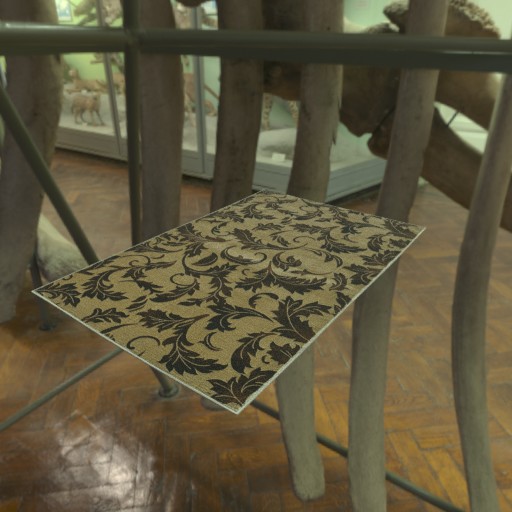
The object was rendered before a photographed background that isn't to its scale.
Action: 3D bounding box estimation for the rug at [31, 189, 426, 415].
[{"bbox_3d":[0.000,0.000,2.926,1.522,0.008,2.284,19,32,32],"label":"rug"}]
